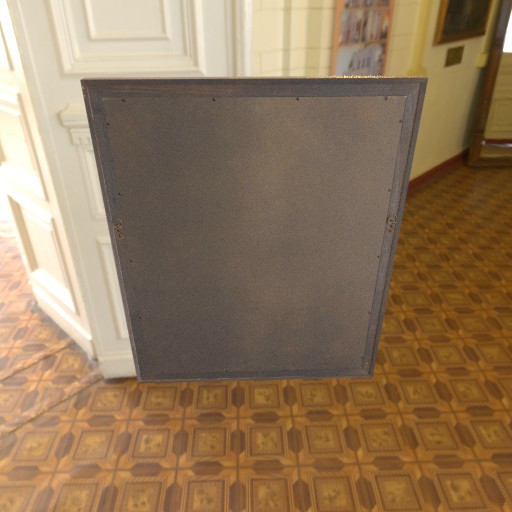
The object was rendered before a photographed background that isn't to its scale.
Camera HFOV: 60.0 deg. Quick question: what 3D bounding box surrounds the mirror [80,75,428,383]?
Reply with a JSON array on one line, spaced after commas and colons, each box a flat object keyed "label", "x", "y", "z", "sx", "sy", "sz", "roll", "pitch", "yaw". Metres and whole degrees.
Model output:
[{"label": "mirror", "x": 0.000, "y": 0.000, "z": 1.168, "sx": 0.730, "sy": 0.882, "sz": 0.032, "roll": -1, "pitch": 31, "yaw": -2}]
